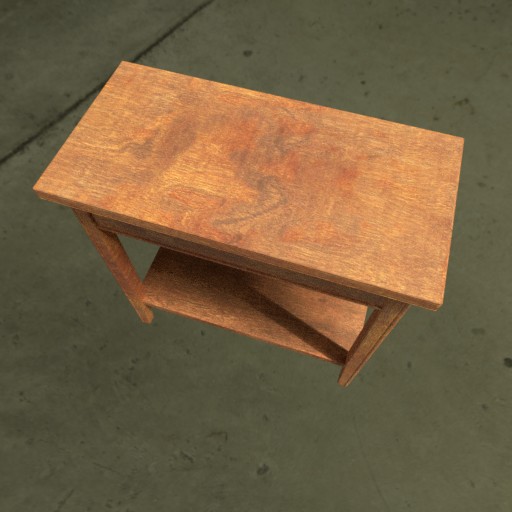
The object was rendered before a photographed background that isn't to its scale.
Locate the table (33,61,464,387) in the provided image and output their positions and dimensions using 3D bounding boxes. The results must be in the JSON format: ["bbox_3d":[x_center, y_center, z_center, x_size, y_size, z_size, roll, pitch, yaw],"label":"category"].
[{"bbox_3d":[0.000,0.000,0.958,0.610,0.610,0.305,16,62,9],"label":"table"}]
